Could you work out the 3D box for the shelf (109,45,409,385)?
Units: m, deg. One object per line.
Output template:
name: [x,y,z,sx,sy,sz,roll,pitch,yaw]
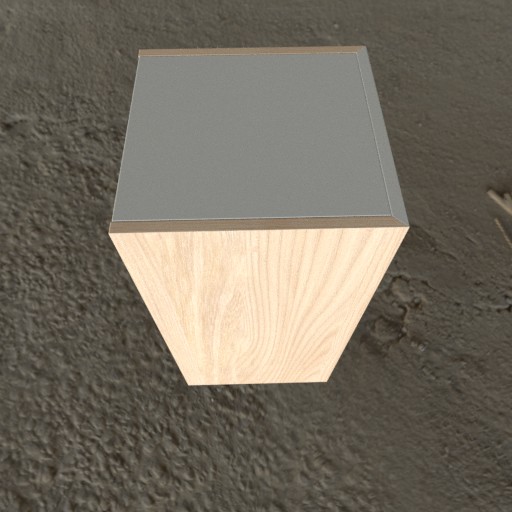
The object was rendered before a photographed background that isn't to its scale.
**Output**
shelf: [0.000,0.000,0.765,0.297,0.594,0.290,-1,60,-1]
